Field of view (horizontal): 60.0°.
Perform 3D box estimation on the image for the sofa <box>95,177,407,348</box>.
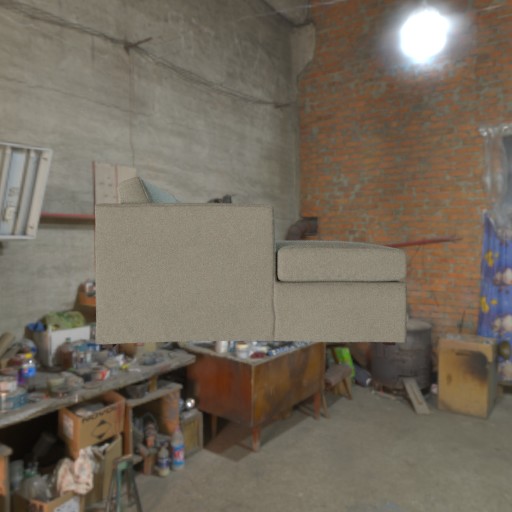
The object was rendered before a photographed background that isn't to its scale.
[{"bbox_3d":[0.000,0.000,3.825,1.650,0.922,3.205,0,1,0],"label":"sofa"}]
